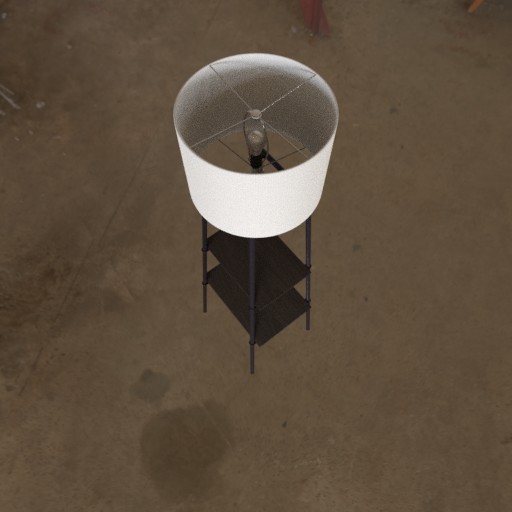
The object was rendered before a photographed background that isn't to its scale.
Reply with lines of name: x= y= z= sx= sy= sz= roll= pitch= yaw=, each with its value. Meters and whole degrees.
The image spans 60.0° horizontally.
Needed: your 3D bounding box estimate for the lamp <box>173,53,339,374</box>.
lamp: x=0.000 y=0.000 z=1.666 sx=0.384 sy=1.474 sz=0.427 roll=-35 pitch=68 yaw=-16
